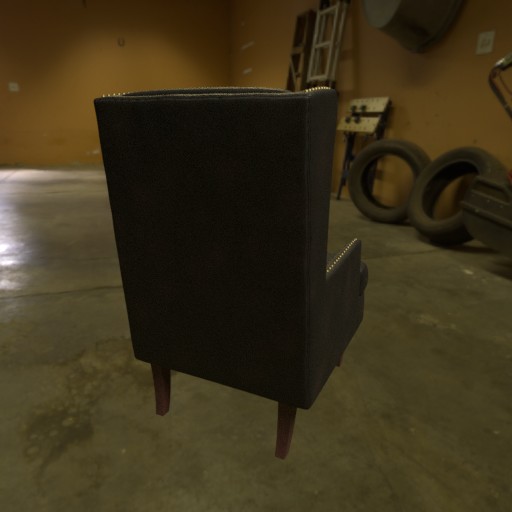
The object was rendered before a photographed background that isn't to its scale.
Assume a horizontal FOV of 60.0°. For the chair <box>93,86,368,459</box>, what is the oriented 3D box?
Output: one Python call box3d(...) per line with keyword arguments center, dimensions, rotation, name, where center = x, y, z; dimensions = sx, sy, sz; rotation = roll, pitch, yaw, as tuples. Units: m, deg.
box3d(center=(0.000, 0.000, 1.654), dimensions=(0.703, 1.142, 0.799), rotation=(9, 19, 25), name="chair")
